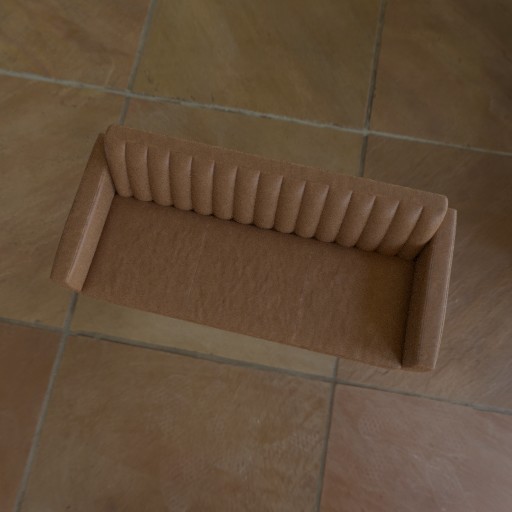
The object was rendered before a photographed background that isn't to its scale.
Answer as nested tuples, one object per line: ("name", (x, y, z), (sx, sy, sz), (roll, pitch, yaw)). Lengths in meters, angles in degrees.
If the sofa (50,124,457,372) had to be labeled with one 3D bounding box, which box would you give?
("sofa", (0.000, 0.000, 2.803), (2.291, 0.821, 0.990), (13, 77, 3))
